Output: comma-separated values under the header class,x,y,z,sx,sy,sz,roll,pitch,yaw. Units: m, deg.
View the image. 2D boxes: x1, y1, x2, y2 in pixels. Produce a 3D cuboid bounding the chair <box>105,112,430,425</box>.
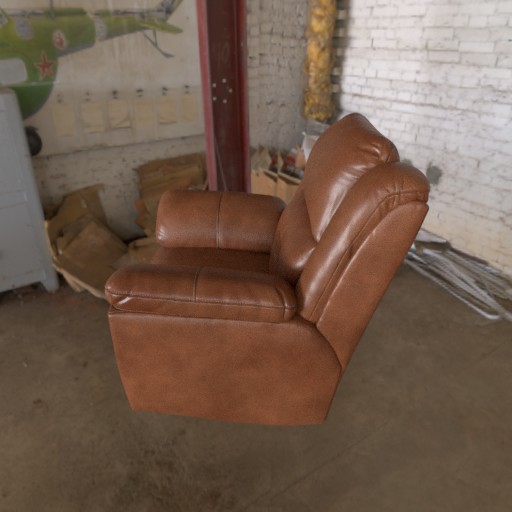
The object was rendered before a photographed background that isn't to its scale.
class,x,y,z,sx,sy,sz,roll,pitch,yaw
chair,0.000,0.000,1.863,1.041,1.093,0.990,1,27,1
